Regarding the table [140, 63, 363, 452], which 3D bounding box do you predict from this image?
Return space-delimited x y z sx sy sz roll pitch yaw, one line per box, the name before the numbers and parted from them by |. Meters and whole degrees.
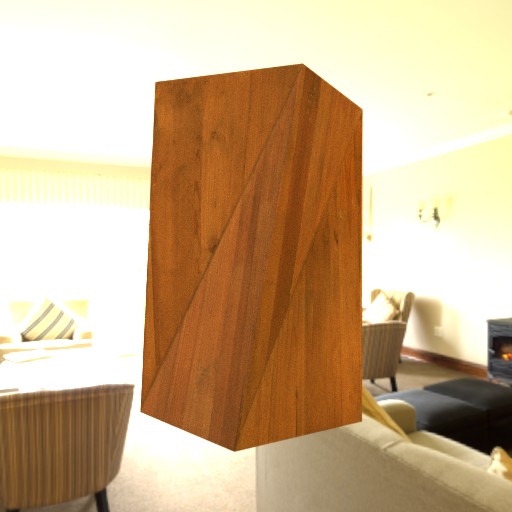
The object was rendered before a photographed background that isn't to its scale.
table | 0.000 0.000 0.902 0.425 0.604 0.441 0 0 18
